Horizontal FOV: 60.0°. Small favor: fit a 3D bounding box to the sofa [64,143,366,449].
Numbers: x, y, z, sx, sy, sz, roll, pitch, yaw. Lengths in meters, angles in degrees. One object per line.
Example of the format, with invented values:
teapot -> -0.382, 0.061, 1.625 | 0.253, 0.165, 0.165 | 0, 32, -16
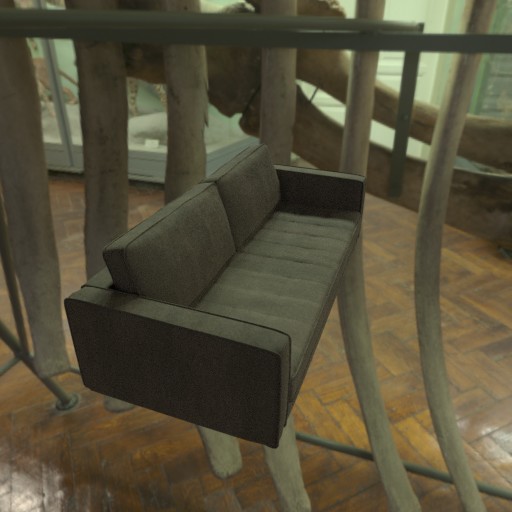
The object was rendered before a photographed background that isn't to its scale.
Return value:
sofa -> 0.000, 0.000, 2.451 | 0.924, 0.825, 1.920 | 10, 31, 18
